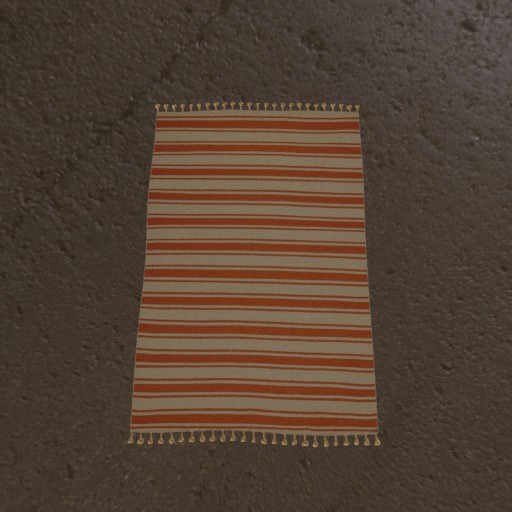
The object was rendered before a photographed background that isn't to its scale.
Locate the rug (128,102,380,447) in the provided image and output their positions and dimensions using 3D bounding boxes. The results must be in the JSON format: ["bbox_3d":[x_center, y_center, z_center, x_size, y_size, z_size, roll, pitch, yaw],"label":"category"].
[{"bbox_3d":[0.000,0.000,3.057,1.556,0.022,2.433,1,74,0],"label":"rug"}]
